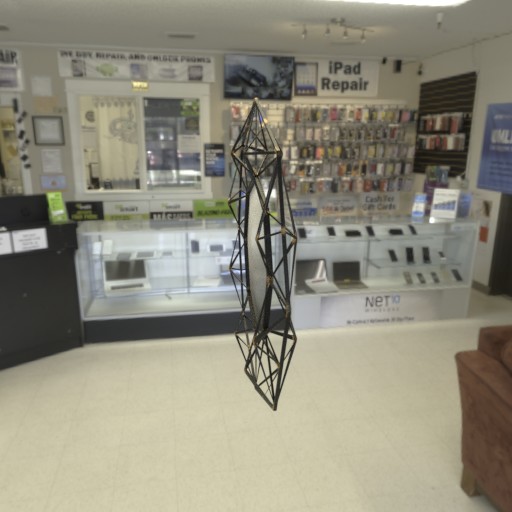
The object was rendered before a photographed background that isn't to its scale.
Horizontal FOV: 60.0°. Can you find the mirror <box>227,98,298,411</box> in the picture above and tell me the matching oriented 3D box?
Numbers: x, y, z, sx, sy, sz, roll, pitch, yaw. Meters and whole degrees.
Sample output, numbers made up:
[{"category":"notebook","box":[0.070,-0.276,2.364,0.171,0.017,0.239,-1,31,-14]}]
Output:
[{"category":"mirror","box":[0.000,0.000,1.053,0.094,0.710,0.710,-2,15,-8]}]
